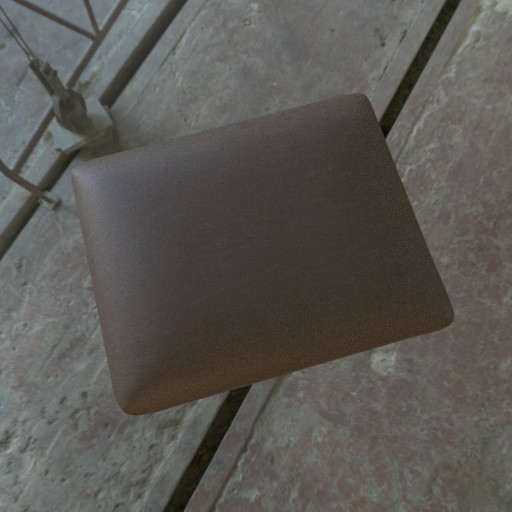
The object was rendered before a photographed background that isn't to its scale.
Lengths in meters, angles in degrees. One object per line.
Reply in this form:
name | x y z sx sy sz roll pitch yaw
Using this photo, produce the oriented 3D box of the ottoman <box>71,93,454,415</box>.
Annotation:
ottoman | 0.000 0.000 1.198 0.787 0.508 0.635 -16 77 -4
